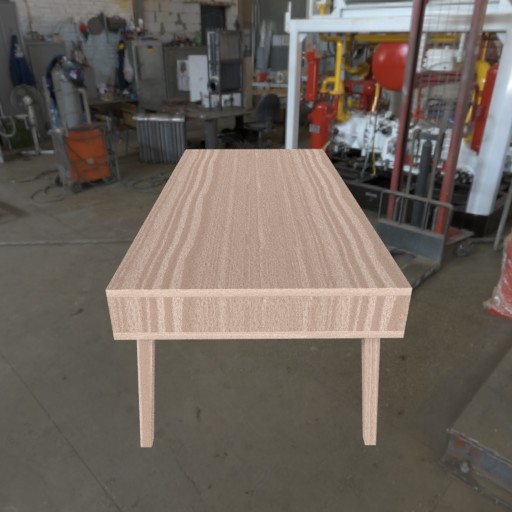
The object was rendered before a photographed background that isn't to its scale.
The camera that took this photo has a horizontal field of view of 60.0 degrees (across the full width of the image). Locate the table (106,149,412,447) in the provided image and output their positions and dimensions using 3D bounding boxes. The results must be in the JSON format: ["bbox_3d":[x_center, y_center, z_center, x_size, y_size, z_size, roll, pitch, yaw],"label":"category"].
[{"bbox_3d":[0.000,0.000,1.501,0.600,0.450,1.200,0,26,-1],"label":"table"}]
